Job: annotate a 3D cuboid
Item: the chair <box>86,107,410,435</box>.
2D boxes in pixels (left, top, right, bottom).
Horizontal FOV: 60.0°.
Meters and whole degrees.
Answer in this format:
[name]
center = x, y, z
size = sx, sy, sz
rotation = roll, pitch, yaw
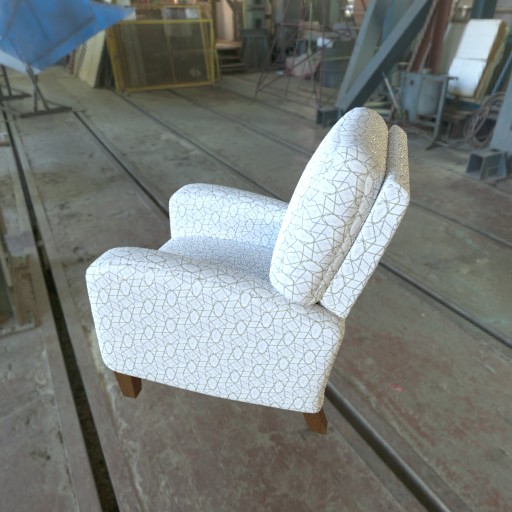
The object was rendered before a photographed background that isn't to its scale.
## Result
[chair]
center = 0.000, 0.000, 1.719
size = 0.995, 1.064, 0.796
rotation = 8, 31, 14
